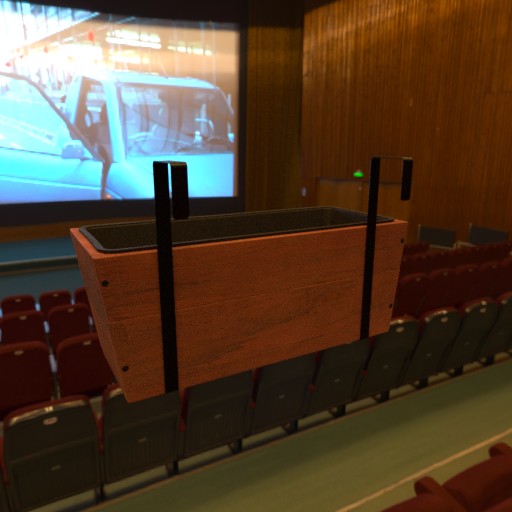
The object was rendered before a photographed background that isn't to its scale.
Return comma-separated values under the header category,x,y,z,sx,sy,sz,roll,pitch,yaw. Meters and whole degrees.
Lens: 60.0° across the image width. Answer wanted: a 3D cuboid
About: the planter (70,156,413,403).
category,x,y,z,sx,sy,sz,roll,pitch,yaw
planter,0.000,0.000,0.661,0.480,0.289,0.262,-8,16,-28
